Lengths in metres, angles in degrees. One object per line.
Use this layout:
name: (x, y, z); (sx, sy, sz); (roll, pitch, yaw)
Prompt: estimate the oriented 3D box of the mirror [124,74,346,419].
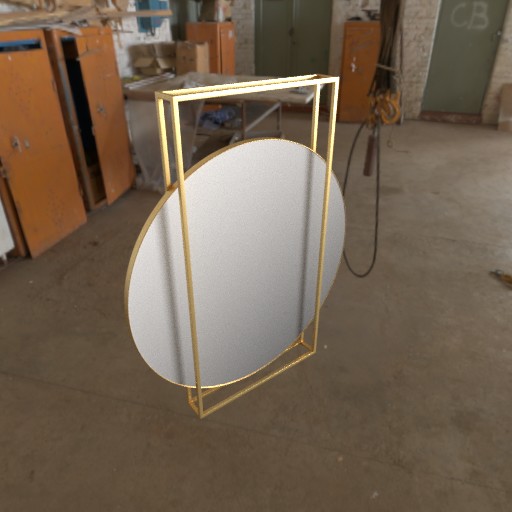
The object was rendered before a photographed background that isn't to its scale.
mirror: (0.000, 0.000, 0.824); (0.508, 0.603, 0.051); (-21, 35, -32)
